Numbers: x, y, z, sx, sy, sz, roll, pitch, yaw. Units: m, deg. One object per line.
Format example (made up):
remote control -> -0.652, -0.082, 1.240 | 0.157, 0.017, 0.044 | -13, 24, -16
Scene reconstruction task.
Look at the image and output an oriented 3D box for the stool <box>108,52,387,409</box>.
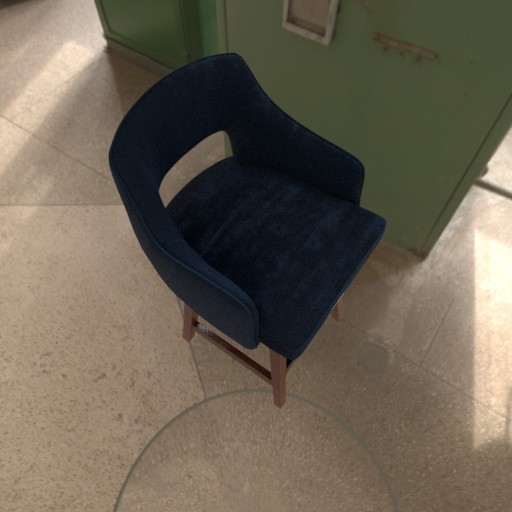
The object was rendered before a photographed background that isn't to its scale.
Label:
stool -> 0.000, 0.000, 1.288 | 0.560, 0.940, 0.550 | 31, 63, 18
